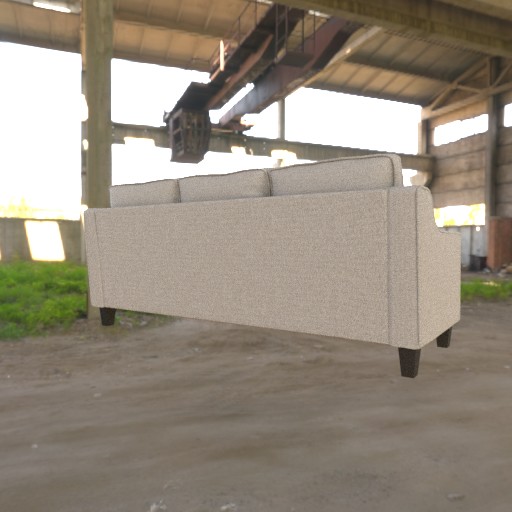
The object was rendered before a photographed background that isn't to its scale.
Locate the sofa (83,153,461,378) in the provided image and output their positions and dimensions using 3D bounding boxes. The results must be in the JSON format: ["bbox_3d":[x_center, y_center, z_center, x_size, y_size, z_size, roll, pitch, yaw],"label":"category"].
[{"bbox_3d":[0.000,0.000,2.658,2.129,0.950,0.899,1,2,35],"label":"sofa"}]
